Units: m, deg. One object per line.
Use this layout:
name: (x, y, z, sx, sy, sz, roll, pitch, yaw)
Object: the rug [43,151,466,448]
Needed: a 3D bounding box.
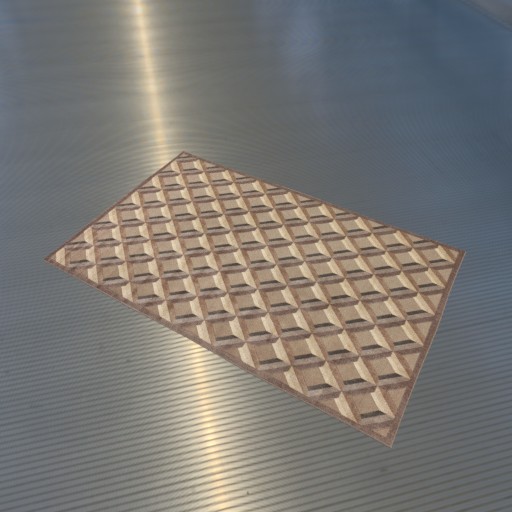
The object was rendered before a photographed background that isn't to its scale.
rug: (0.000, 0.000, 2.073, 1.677, 0.011, 1.066, 23, 50, 21)
